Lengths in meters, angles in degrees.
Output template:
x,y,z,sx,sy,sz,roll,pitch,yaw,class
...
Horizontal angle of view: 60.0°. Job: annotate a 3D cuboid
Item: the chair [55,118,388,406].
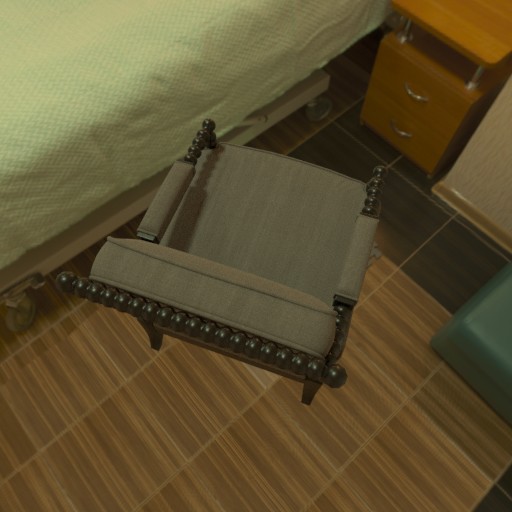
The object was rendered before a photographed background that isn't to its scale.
x,y,z,sx,sy,sz,roll,pitch,yaw,class
0.000,0.000,1.103,0.540,0.661,0.622,18,65,8,chair
